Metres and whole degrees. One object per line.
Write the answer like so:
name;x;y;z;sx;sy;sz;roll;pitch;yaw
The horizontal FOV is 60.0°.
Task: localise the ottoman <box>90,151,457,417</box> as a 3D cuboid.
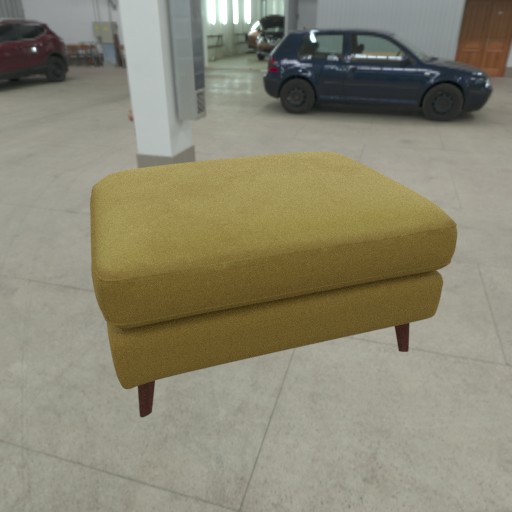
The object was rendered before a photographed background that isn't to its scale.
ottoman;0.000;0.000;1.199;0.811;0.449;0.608;-9;29;-16
